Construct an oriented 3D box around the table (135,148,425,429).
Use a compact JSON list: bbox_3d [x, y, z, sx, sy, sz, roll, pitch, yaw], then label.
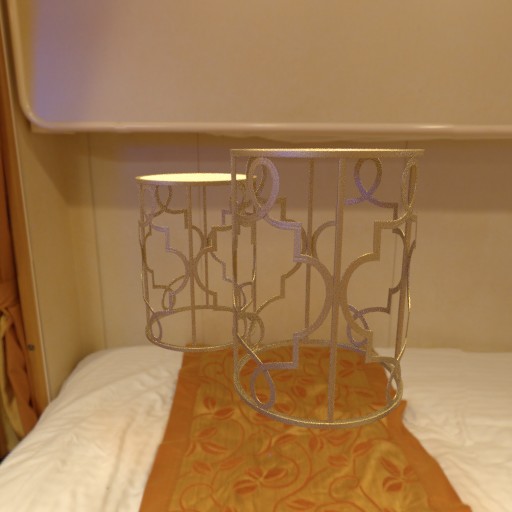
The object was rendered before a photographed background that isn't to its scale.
[{"bbox_3d":[0.000,0.000,1.201,0.846,0.564,0.420,13,19,43],"label":"table"}]
